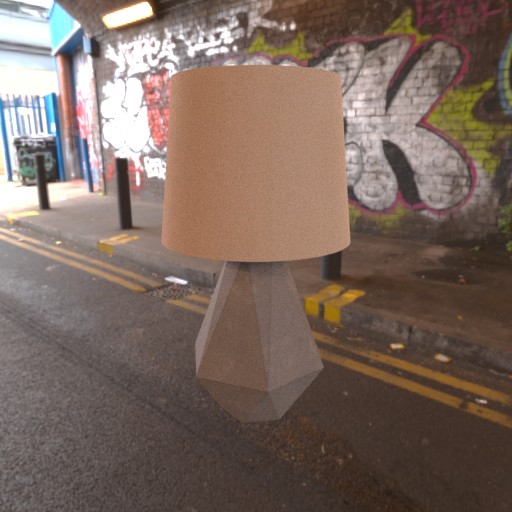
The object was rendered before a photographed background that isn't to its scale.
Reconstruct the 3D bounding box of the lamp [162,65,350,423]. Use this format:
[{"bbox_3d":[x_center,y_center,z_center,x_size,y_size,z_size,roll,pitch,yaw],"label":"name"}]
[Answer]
[{"bbox_3d":[0.000,0.000,0.669,0.276,0.501,0.276,0,15,0],"label":"lamp"}]
